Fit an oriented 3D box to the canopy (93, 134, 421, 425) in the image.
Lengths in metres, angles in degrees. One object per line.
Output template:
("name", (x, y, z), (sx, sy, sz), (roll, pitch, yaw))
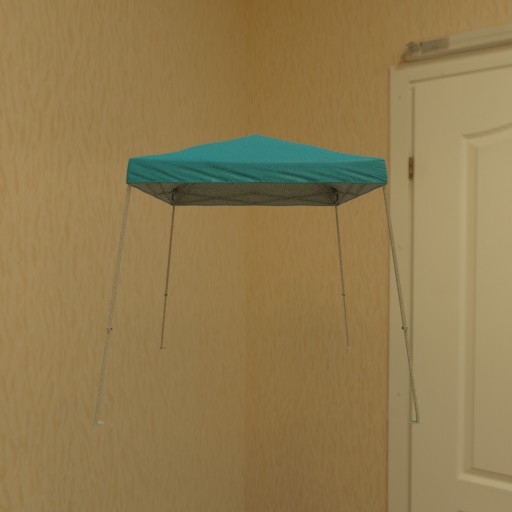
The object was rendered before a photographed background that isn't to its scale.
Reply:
("canopy", (0.000, 0.000, 6.613), (3.600, 3.600, 3.599), (0, 2, -1))
